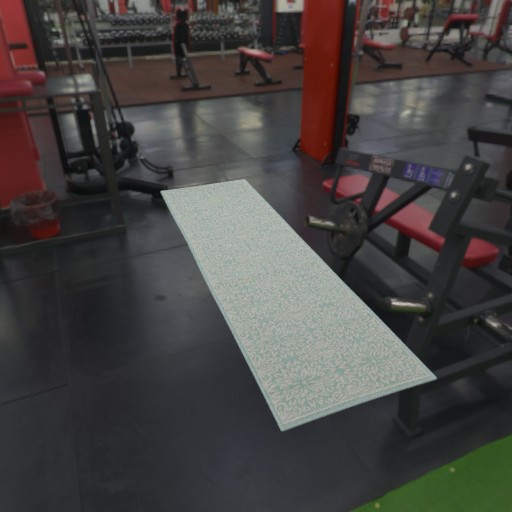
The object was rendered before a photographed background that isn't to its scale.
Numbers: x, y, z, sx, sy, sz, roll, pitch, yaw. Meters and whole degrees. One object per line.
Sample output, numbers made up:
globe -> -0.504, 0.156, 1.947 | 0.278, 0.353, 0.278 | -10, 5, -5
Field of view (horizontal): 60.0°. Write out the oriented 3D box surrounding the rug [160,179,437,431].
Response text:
rug -> 0.000, 0.000, 2.488 | 0.662, 0.011, 2.196 | -11, 33, -18
